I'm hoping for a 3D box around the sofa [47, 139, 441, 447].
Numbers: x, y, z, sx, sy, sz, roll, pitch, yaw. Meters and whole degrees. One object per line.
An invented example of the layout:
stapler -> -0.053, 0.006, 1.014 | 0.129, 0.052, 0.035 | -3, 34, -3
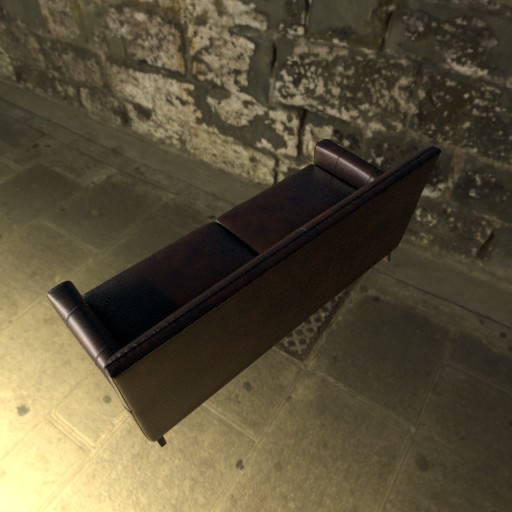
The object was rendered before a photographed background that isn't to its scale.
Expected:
sofa -> 0.000, 0.000, 2.431 | 1.995, 0.871, 0.786 | -33, 55, -27
